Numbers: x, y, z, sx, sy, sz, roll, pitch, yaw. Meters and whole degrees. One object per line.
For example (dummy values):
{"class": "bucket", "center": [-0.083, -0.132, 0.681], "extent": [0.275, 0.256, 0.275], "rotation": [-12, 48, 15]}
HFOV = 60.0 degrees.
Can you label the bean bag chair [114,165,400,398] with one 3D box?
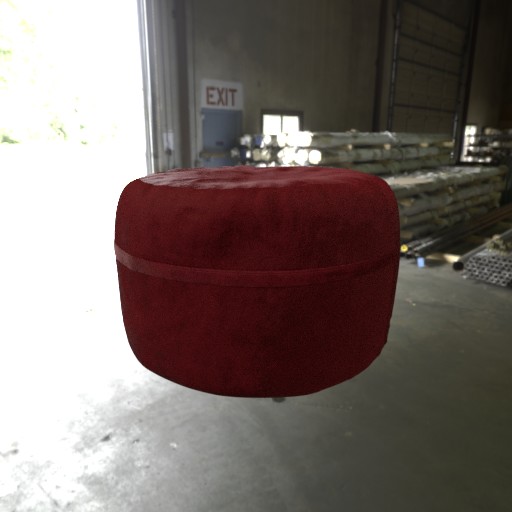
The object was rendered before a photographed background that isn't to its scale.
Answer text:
{"class": "bean bag chair", "center": [0.000, 0.000, 1.986], "extent": [1.219, 0.762, 1.219], "rotation": [0, 15, 0]}
